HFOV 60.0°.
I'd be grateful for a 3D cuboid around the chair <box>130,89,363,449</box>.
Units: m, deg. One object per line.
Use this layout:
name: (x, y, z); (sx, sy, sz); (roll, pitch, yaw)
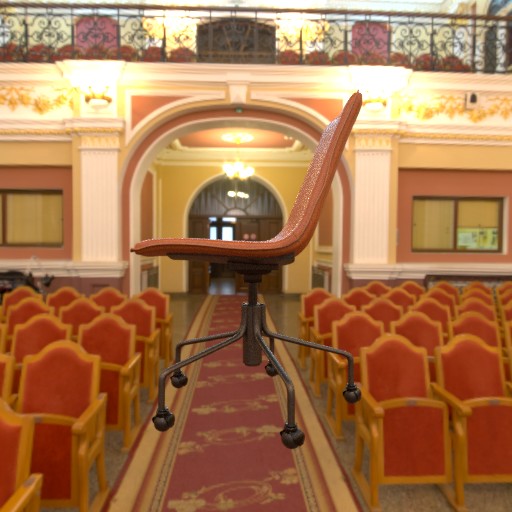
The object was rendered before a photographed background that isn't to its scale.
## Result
chair: (0.000, 0.000, 1.359); (0.660, 0.920, 0.651); (0, 1, -2)
